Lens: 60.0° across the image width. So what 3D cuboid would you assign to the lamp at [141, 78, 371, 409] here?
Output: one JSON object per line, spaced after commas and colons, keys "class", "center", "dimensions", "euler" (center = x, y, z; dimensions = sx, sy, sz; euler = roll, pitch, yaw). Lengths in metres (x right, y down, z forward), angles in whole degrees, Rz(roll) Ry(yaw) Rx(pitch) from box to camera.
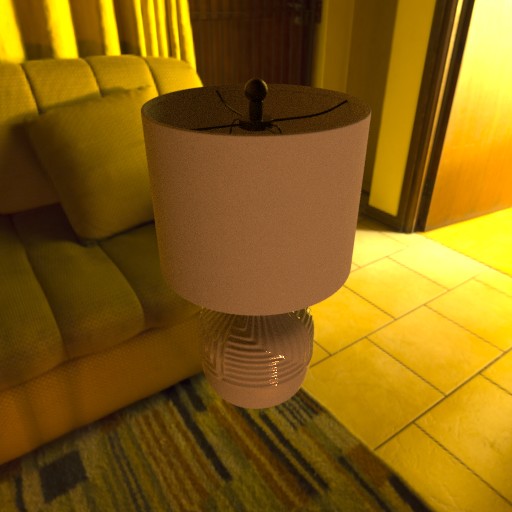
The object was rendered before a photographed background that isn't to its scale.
{"class": "lamp", "center": [0.000, 0.000, 0.752], "dimensions": [0.318, 0.567, 0.318], "euler": [0, 31, 0]}
